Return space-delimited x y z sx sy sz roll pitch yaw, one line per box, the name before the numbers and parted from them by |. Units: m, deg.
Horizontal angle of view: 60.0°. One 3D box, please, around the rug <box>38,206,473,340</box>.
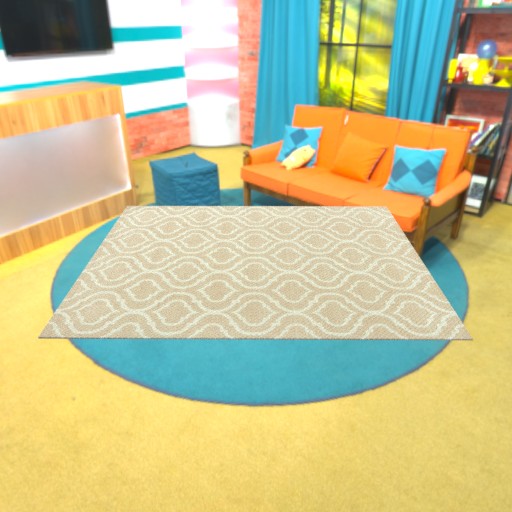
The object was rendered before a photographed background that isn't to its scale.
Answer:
rug | 0.000 0.000 3.944 2.894 0.013 2.286 0 29 0
